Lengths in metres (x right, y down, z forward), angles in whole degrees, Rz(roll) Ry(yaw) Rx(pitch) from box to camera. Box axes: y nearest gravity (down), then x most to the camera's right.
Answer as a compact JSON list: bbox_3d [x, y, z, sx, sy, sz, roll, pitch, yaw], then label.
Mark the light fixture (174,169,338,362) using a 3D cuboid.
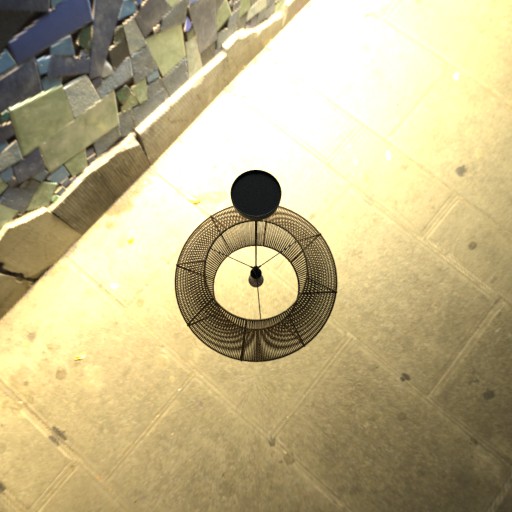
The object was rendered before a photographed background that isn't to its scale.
[{"bbox_3d":[0.000,0.000,1.409,0.643,1.009,0.643,0,75,0],"label":"light fixture"}]
